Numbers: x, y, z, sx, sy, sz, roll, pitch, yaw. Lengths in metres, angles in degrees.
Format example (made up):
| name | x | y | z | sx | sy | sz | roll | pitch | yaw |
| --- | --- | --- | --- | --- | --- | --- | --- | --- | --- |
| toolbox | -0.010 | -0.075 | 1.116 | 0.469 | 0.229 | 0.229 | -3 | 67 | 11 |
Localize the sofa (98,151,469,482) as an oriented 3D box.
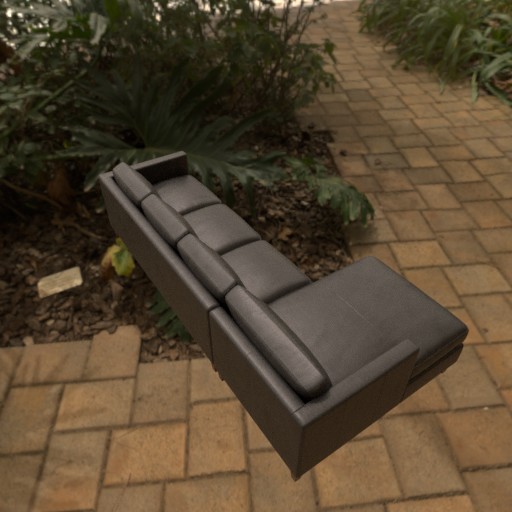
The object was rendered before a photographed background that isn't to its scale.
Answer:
| name | x | y | z | sx | sy | sz | roll | pitch | yaw |
| --- | --- | --- | --- | --- | --- | --- | --- | --- | --- |
| sofa | 0.000 | 0.000 | 3.860 | 1.581 | 0.883 | 3.203 | -24 | 45 | -26 |
